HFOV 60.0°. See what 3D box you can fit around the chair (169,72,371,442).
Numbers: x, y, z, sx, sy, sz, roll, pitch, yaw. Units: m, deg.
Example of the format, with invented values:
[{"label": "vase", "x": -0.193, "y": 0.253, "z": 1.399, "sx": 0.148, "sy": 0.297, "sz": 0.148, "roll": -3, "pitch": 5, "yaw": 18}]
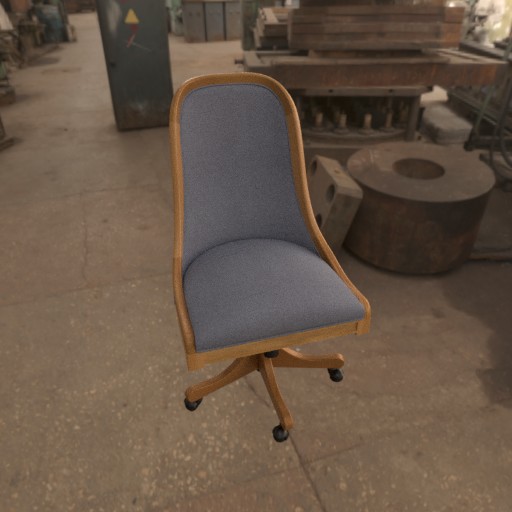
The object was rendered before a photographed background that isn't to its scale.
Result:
[{"label": "chair", "x": 0.000, "y": 0.000, "z": 1.485, "sx": 0.605, "sy": 1.031, "sz": 0.735, "roll": -9, "pitch": 33, "yaw": -14}]
